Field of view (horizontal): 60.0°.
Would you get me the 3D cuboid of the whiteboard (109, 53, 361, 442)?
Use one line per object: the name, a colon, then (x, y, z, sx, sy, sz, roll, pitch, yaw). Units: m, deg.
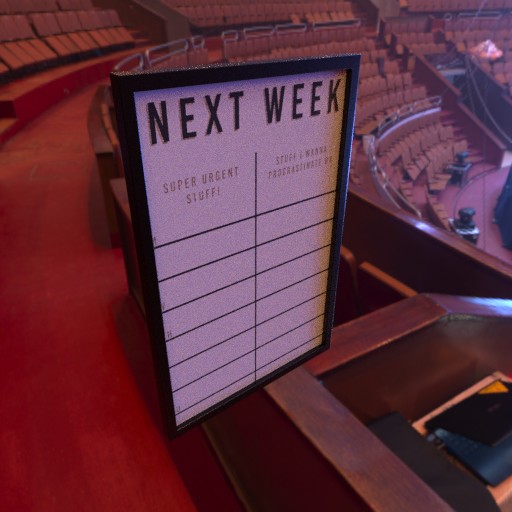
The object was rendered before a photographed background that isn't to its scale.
whiteboard: (0.000, 0.000, 0.756, 0.406, 0.611, 0.026, -21, 35, -32)
